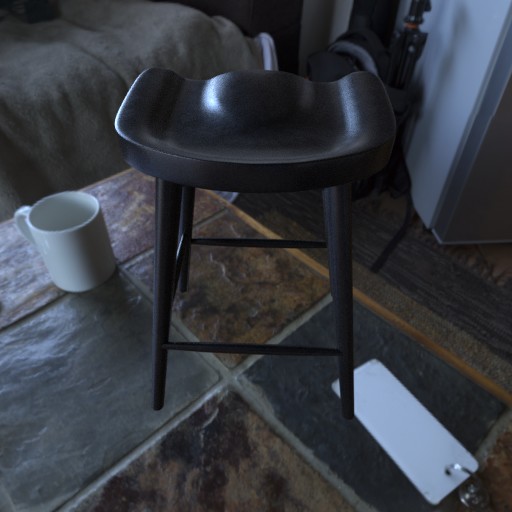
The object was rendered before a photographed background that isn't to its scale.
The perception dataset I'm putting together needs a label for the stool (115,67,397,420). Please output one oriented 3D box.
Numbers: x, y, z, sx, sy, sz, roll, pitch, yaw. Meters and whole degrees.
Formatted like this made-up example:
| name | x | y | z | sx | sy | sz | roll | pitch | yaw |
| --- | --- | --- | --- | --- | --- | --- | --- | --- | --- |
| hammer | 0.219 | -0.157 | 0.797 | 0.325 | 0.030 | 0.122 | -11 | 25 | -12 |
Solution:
| name | x | y | z | sx | sy | sz | roll | pitch | yaw |
| --- | --- | --- | --- | --- | --- | --- | --- | --- | --- |
| stool | 0.000 | 0.000 | 0.865 | 0.440 | 0.615 | 0.361 | 2 | 45 | 2 |
